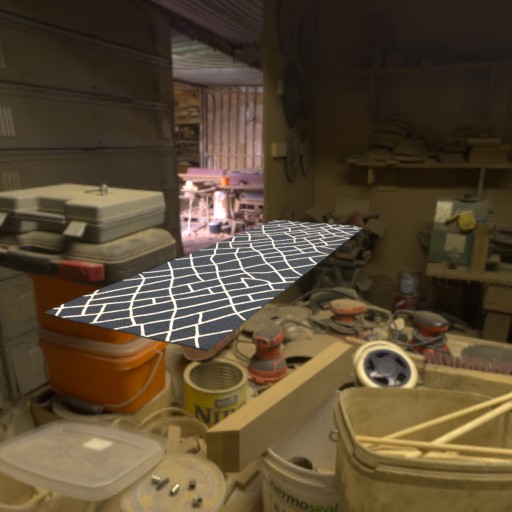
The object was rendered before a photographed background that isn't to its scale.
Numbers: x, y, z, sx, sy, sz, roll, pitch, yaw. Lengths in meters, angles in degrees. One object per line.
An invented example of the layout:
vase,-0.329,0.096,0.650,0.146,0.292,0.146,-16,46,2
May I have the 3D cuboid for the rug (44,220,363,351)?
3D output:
rug,0.000,0.000,2.747,0.807,0.010,2.476,7,16,25
